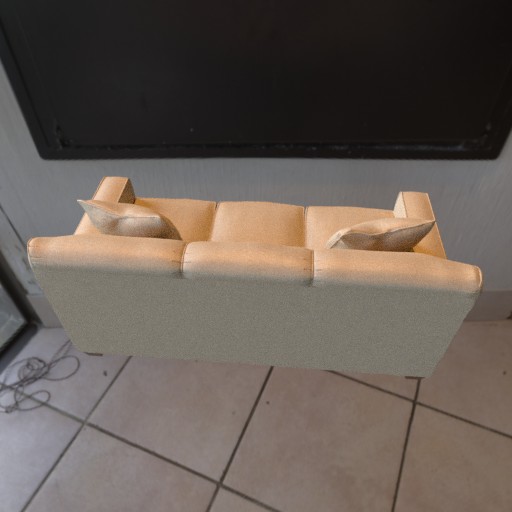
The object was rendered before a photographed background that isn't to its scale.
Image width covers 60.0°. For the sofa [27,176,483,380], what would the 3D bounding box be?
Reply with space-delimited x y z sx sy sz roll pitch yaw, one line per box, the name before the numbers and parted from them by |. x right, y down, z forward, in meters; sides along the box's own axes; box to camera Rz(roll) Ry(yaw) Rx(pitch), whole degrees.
sofa | 0.000 0.000 2.543 2.024 0.958 0.997 3 47 3
